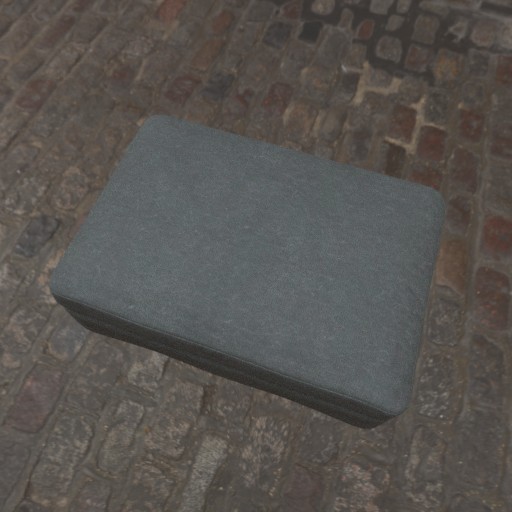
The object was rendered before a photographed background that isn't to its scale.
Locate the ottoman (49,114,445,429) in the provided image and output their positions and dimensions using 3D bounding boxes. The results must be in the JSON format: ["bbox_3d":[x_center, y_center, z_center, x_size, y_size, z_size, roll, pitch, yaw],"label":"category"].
[{"bbox_3d":[0.000,0.000,1.615,1.199,0.429,0.840,17,65,8],"label":"ottoman"}]
